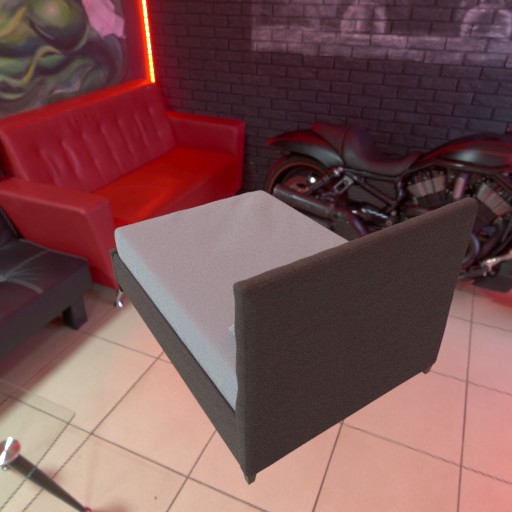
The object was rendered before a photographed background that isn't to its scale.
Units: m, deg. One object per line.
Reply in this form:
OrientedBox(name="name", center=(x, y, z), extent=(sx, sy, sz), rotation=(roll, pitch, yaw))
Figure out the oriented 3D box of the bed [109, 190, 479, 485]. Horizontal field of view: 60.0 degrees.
OrientedBox(name="bed", center=(0.000, 0.000, 3.455), extent=(1.698, 1.427, 2.387), rotation=(-19, 36, -28))
